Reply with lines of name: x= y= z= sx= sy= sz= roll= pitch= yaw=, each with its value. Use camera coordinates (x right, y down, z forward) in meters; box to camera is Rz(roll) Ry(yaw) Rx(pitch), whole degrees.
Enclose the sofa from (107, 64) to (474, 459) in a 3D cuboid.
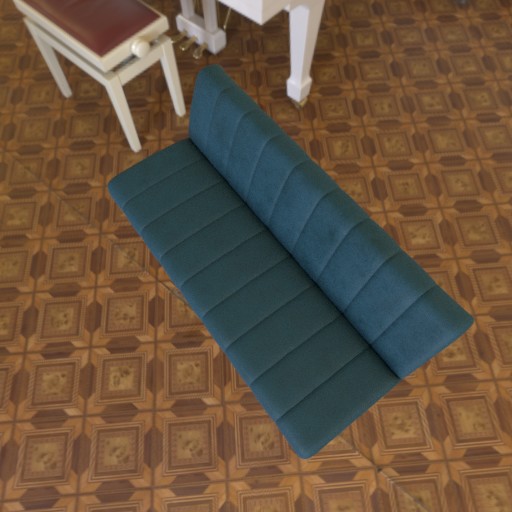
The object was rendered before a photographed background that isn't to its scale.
sofa: x=0.000 y=0.000 z=2.295 sx=0.830 sy=0.825 sz=1.810 roll=-34 pitch=68 yaw=-15
